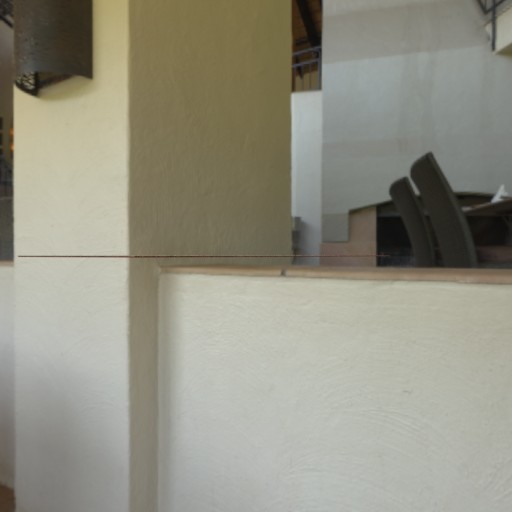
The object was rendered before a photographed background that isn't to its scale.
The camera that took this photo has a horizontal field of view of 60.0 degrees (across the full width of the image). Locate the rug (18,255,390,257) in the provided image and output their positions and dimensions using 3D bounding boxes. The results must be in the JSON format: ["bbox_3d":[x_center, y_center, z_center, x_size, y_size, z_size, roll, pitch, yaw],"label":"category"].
[{"bbox_3d":[0.000,0.000,2.682,0.792,0.006,2.437,0,0,36],"label":"rug"}]
